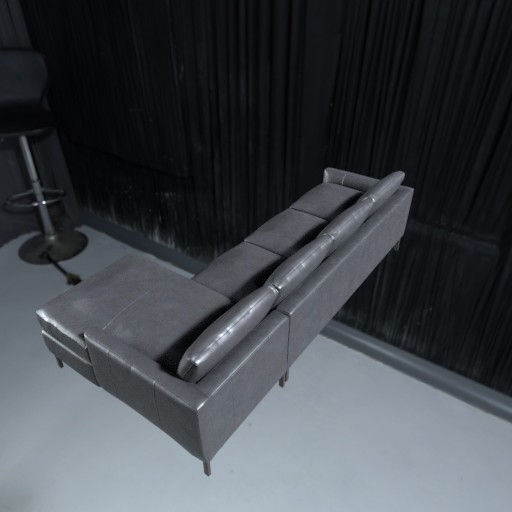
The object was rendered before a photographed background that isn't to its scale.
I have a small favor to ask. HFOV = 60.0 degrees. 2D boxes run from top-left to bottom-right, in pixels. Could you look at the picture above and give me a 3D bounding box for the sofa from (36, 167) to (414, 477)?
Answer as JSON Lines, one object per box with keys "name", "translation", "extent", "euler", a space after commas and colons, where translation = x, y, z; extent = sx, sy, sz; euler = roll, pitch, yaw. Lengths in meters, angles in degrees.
{"name": "sofa", "translation": [0.000, 0.000, 3.572], "extent": [1.471, 0.859, 2.993], "euler": [22, 40, 29]}
